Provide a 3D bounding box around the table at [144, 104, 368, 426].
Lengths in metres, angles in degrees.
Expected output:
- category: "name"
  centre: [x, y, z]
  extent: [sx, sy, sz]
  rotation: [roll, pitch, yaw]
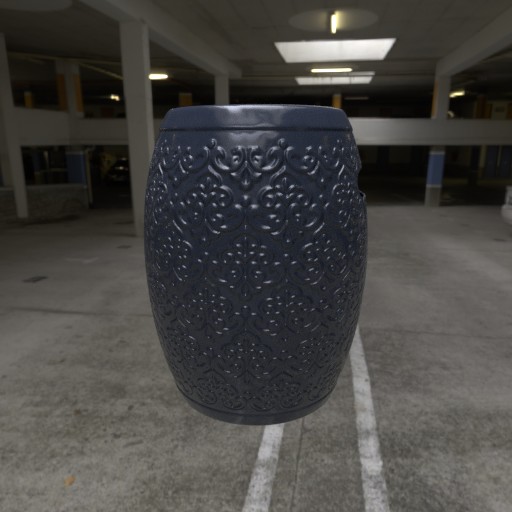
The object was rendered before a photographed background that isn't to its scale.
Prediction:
- category: "table"
  centre: [0.000, 0.000, 0.634]
  extent: [0.309, 0.397, 0.309]
  rotation: [0, 15, 0]
